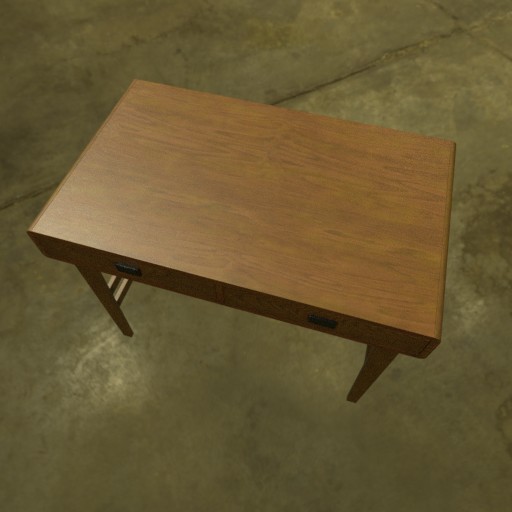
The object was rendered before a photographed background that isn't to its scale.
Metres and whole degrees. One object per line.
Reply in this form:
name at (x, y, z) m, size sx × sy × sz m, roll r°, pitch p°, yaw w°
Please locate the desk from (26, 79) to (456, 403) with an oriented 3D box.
desk at (0.000, 0.000, 1.557) m, size 1.066 × 0.754 × 0.660 m, roll 14°, pitch 59°, yaw 9°
